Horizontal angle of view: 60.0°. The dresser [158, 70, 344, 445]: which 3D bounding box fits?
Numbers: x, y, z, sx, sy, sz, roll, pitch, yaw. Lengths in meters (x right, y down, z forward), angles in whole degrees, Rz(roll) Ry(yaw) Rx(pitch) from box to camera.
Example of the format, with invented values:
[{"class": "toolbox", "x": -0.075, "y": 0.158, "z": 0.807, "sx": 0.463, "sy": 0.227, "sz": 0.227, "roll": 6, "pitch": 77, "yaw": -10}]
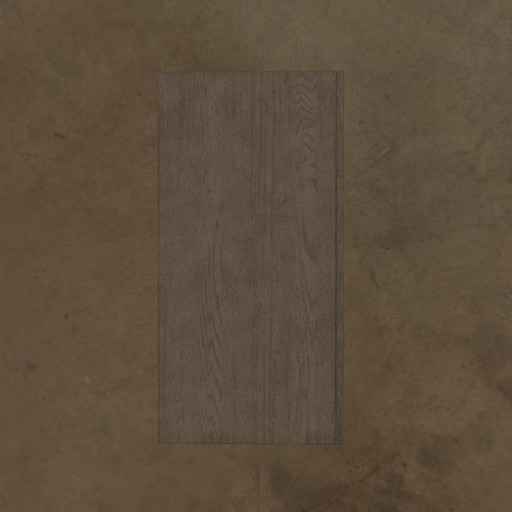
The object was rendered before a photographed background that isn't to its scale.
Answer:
[{"class": "dresser", "x": 0.000, "y": 0.000, "z": 1.794, "sx": 0.483, "sy": 1.295, "sz": 0.967, "roll": 0, "pitch": 91, "yaw": 1}]
